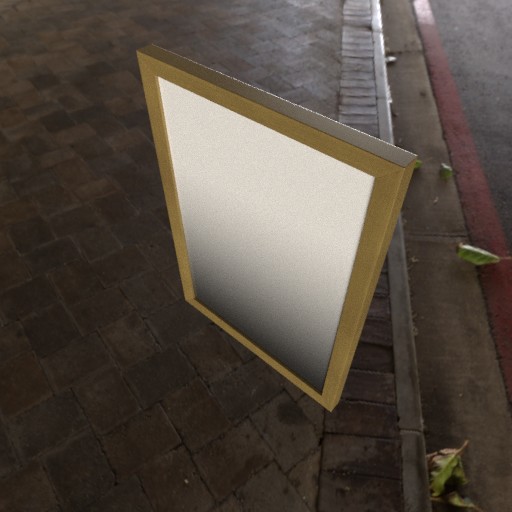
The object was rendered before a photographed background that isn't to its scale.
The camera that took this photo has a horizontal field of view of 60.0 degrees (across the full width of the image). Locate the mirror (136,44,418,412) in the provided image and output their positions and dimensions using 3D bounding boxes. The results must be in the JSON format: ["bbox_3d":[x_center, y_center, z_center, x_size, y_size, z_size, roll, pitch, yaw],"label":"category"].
[{"bbox_3d":[0.000,0.000,0.917,0.507,0.710,0.040,33,56,26],"label":"mirror"}]
